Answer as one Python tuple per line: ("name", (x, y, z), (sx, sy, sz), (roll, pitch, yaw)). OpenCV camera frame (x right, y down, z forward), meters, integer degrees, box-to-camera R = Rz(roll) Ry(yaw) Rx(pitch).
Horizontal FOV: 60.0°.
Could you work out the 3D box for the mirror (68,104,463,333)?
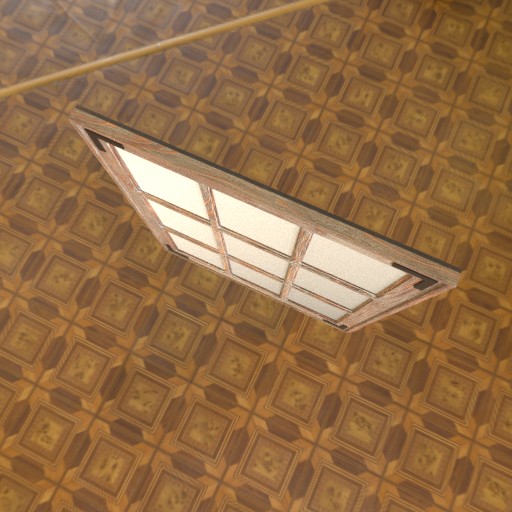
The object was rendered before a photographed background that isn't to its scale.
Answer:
("mirror", (0.000, 0.000, 1.187), (0.730, 0.882, 0.032), (24, 77, 6))
